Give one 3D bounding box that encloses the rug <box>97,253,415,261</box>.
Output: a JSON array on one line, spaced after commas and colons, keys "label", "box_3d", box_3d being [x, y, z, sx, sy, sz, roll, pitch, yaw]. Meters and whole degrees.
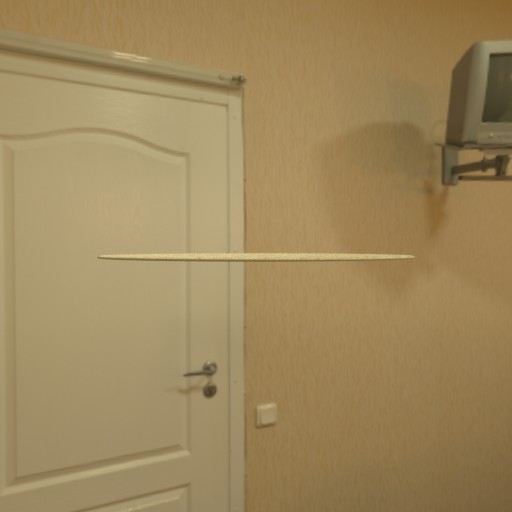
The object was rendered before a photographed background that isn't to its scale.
[{"label": "rug", "box_3d": [0.000, 0.000, 2.357, 1.593, 0.012, 1.593, 0, 1, 0]}]
